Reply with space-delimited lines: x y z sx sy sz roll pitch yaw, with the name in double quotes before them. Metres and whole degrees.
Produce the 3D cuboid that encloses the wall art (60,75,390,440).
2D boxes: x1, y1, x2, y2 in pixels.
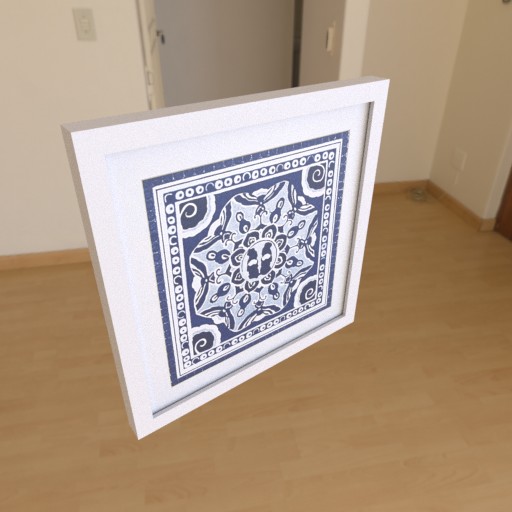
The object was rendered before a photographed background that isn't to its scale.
"wall art" 0.000 0.000 0.515 0.355 0.355 0.027 -21 37 -30
